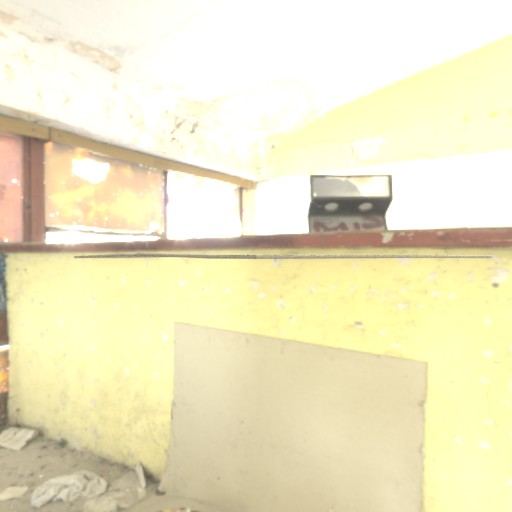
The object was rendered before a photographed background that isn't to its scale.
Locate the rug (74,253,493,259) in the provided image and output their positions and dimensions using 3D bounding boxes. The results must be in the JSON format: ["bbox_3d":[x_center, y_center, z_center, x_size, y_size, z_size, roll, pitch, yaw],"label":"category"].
[{"bbox_3d":[0.000,0.000,4.148,2.434,0.045,3.202,0,0,-37],"label":"rug"}]
